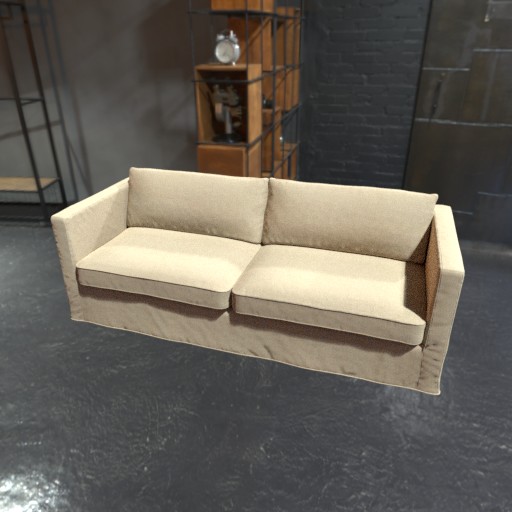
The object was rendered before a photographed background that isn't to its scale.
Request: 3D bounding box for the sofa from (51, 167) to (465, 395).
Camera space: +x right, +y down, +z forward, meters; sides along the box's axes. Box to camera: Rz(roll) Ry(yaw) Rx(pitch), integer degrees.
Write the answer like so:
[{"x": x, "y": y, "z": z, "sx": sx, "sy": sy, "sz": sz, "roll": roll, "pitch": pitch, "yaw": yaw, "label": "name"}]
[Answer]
[{"x": 0.000, "y": 0.000, "z": 2.815, "sx": 2.312, "sy": 0.853, "sz": 0.962, "roll": 8, "pitch": 28, "yaw": 16, "label": "sofa"}]
